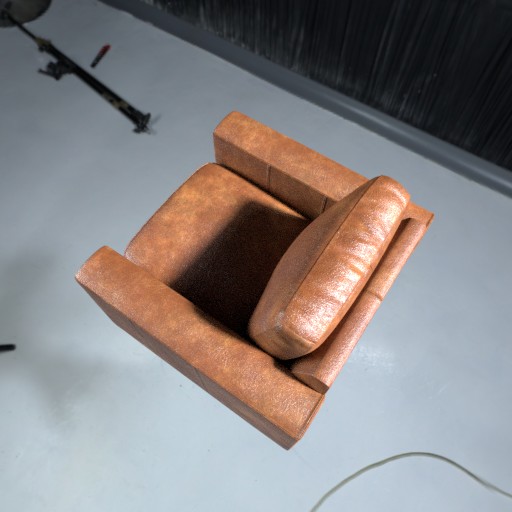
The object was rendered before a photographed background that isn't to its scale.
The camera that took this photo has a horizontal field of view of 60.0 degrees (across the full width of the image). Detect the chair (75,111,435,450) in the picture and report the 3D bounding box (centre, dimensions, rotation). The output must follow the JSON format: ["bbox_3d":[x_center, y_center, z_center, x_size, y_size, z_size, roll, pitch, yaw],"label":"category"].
[{"bbox_3d":[0.000,0.000,1.776,1.016,0.873,1.005,32,67,15],"label":"chair"}]
